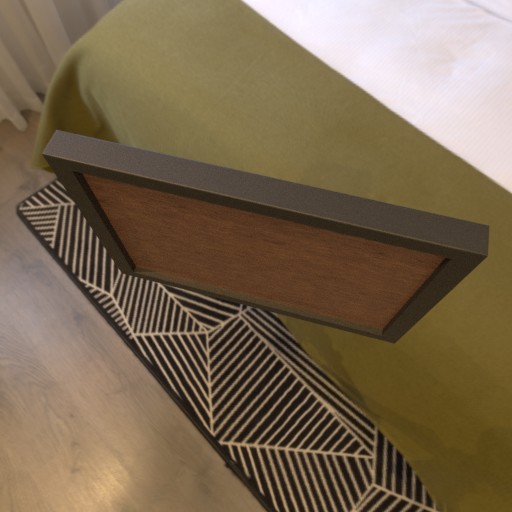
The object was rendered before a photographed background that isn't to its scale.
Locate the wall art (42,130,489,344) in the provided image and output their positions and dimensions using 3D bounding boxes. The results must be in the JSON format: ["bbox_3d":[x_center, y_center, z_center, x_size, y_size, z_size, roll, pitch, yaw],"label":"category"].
[{"bbox_3d":[0.000,0.000,0.859,0.671,0.456,0.051,14,65,7],"label":"wall art"}]
